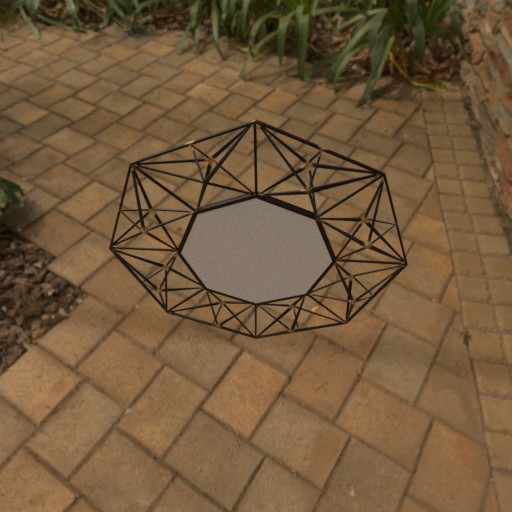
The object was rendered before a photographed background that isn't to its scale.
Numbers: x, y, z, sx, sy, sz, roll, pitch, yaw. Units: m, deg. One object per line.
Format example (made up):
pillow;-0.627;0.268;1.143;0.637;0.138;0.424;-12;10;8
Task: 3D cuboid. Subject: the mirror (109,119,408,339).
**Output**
mirror;0.000;0.000;1.052;0.710;0.710;0.094;3;47;3
